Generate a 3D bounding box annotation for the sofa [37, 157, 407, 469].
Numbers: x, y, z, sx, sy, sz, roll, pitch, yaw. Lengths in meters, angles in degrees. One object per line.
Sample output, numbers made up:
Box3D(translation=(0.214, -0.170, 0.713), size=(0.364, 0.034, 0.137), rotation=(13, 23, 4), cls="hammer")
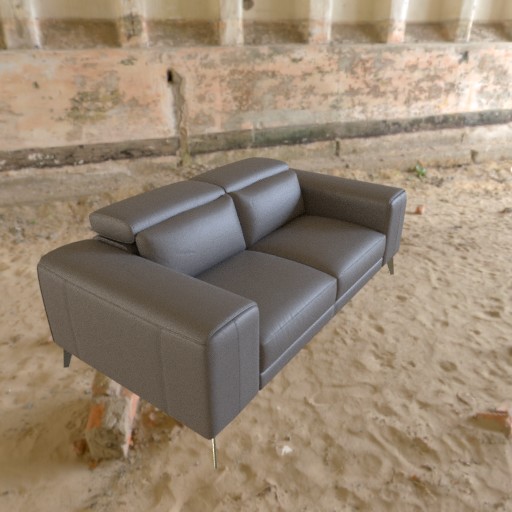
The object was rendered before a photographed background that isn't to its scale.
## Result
Box3D(translation=(0.000, 0.000, 2.441), size=(1.024, 0.753, 1.930), rotation=(18, 32, 31), cls="sofa")
